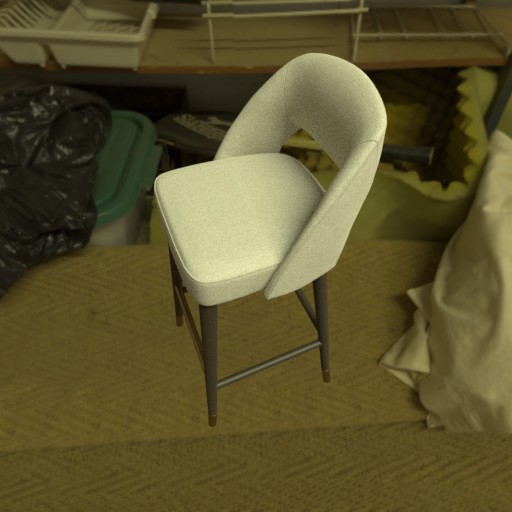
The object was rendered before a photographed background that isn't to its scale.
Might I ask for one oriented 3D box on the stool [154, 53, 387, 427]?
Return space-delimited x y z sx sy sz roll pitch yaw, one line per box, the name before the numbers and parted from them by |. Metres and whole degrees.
stool | 0.000 0.000 1.308 0.509 1.037 0.494 -16 49 -14
